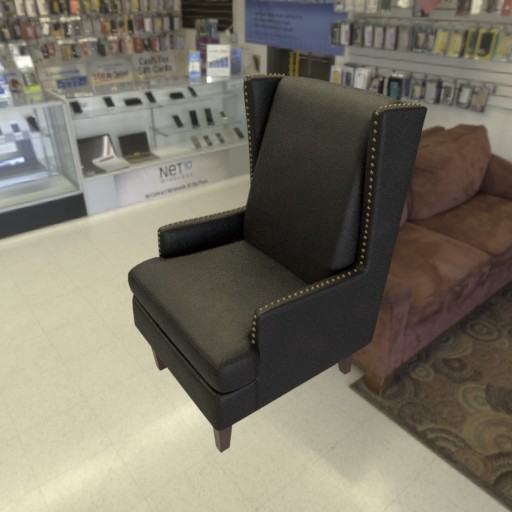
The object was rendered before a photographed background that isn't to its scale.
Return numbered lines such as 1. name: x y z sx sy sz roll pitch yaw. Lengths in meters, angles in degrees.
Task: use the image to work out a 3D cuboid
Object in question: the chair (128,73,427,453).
1. chair: 0.000 0.000 1.647 0.799 1.142 0.703 -21 37 -30
